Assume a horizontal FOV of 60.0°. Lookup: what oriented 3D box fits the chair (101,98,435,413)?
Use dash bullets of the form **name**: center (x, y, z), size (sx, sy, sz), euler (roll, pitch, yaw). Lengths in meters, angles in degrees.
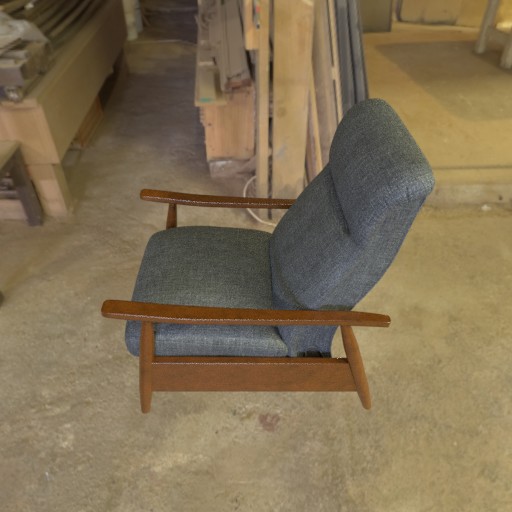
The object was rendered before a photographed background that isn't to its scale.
- **chair**: center (0.000, 0.000, 1.788), size (1.030, 1.082, 0.762), euler (-1, 40, -1)
